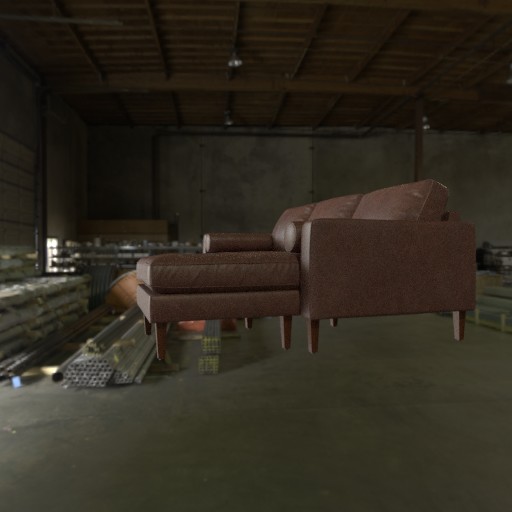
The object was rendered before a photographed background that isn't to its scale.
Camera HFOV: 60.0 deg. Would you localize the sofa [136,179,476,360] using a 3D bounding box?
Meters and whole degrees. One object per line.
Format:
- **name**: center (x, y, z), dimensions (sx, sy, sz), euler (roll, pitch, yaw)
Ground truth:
- **sofa**: center (0.000, 0.000, 2.982), dimensions (1.613, 0.841, 2.185), euler (0, 1, -19)
